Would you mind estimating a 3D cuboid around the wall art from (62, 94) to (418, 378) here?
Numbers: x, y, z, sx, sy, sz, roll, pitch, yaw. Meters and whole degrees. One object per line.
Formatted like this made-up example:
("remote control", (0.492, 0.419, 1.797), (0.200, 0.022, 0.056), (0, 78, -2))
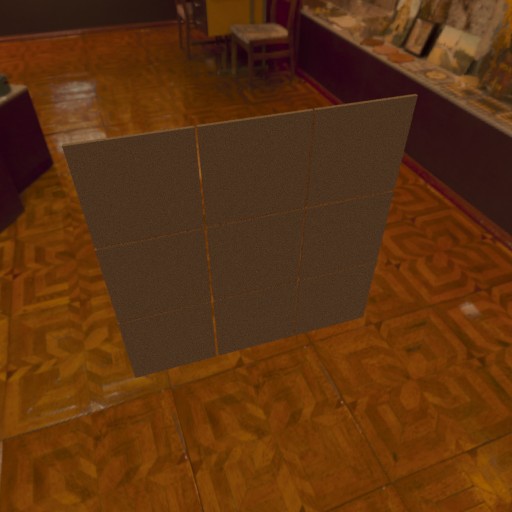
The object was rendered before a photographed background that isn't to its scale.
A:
("wall art", (0.000, 0.000, 1.857), (1.216, 1.216, 0.013), (-12, 43, -13))
